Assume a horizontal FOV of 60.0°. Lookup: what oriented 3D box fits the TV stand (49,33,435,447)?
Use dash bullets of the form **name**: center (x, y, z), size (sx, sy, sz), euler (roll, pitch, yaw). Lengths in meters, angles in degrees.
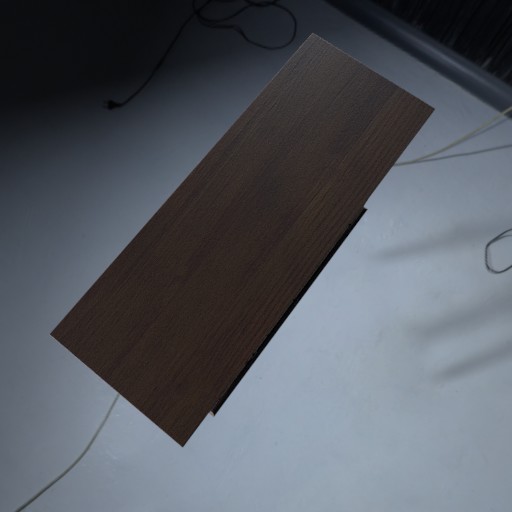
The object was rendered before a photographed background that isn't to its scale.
- **TV stand**: center (0.000, 0.000, 1.510), size (0.406, 0.813, 1.067), euler (36, 78, 9)
